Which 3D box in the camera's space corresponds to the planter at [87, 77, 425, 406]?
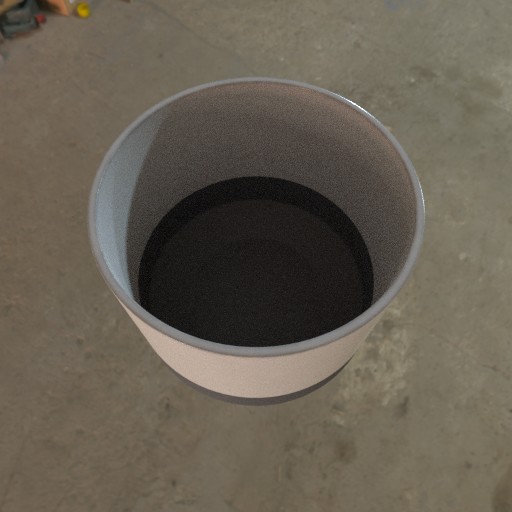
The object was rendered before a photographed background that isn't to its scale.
[{"bbox_3d":[0.000,0.000,0.217,0.128,0.105,0.128,0,62,0],"label":"planter"}]
